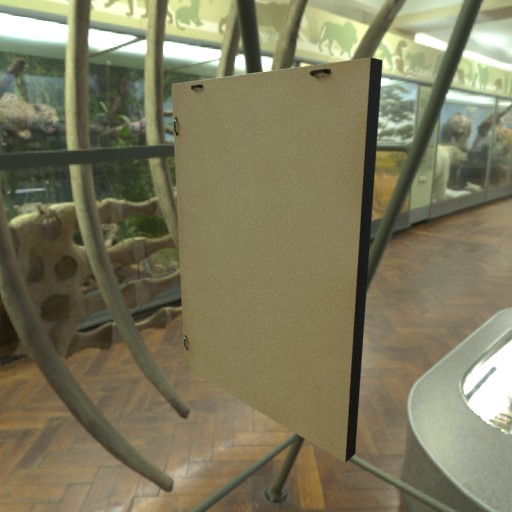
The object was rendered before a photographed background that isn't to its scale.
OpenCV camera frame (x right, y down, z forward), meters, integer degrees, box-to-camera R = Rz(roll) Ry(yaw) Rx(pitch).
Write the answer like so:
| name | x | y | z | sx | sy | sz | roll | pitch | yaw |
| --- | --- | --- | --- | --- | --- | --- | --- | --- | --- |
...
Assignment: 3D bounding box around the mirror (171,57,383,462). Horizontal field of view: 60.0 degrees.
| name | x | y | z | sx | sy | sz | roll | pitch | yaw |
| --- | --- | --- | --- | --- | --- | --- | --- | --- | --- |
| mirror | 0.000 | 0.000 | 0.929 | 0.507 | 0.710 | 0.039 | 15 | 21 | 43 |
